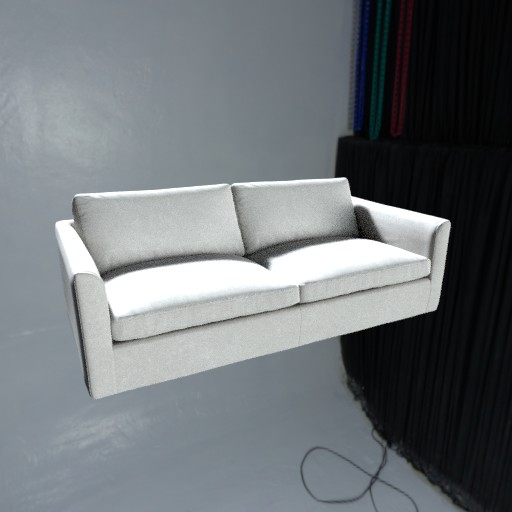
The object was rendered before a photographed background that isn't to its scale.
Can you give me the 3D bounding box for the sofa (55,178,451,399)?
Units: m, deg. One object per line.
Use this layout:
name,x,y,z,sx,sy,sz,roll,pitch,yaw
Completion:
sofa,0.000,0.000,2.824,2.588,0.838,1.090,-8,19,-26
